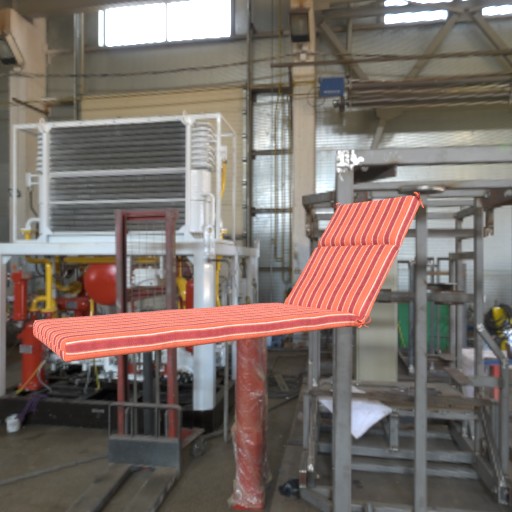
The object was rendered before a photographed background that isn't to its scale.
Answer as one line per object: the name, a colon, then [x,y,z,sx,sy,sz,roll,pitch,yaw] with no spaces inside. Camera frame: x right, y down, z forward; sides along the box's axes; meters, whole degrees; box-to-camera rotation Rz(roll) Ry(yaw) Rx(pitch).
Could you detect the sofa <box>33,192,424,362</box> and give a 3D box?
sofa: [0.000,0.000,1.908,1.663,0.622,0.582,0,0,-35]
